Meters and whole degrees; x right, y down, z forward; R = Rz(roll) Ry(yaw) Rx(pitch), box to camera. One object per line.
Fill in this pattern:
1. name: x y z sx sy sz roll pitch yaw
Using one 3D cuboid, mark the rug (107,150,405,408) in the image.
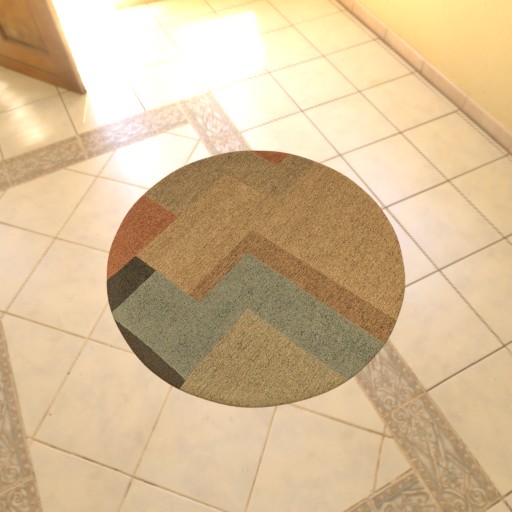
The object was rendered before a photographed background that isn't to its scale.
1. rug: 0.000 0.000 3.702 2.461 0.033 2.461 0 58 0
